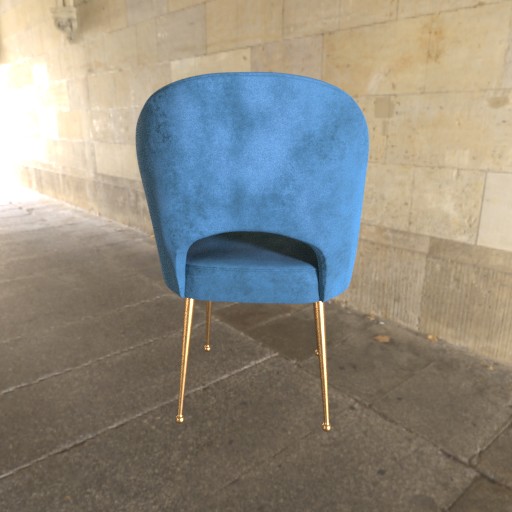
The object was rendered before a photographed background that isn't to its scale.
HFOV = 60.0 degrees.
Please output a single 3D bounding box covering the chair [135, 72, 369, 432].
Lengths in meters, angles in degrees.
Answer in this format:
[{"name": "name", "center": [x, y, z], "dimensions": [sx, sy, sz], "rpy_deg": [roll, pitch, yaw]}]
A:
[{"name": "chair", "center": [0.000, 0.000, 1.192], "dimensions": [0.527, 0.860, 0.577], "rpy_deg": [1, 17, 5]}]
